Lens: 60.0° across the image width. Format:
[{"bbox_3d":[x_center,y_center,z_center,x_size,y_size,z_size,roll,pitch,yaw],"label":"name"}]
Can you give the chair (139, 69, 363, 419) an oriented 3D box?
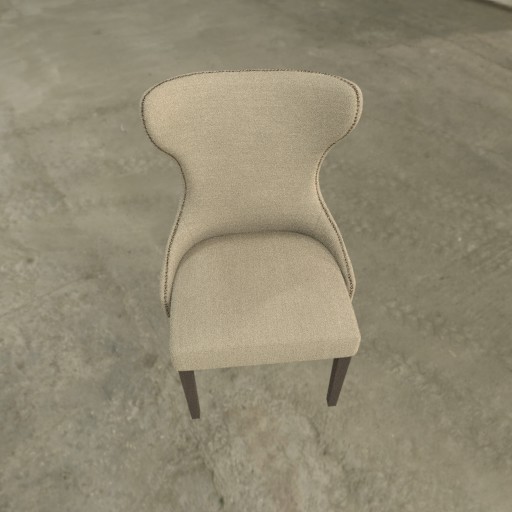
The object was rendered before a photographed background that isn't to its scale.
[{"bbox_3d":[0.000,0.000,1.418,0.628,0.967,0.635,-4,47,-4],"label":"chair"}]
